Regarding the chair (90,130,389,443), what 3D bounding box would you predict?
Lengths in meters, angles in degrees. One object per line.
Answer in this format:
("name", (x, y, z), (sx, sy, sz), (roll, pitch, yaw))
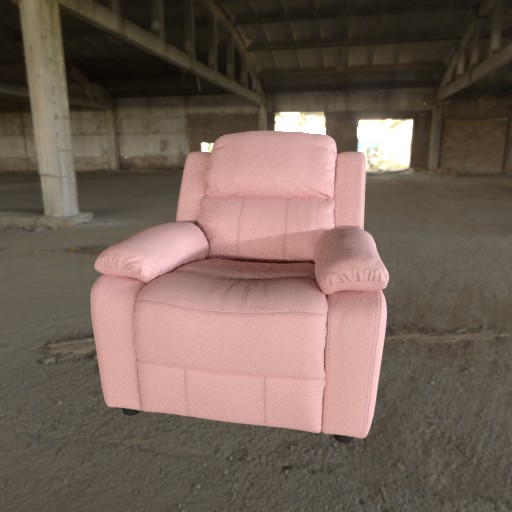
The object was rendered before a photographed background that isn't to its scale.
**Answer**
("chair", (0.000, 0.000, 1.250), (0.680, 0.702, 0.709), (3, 14, 11))
